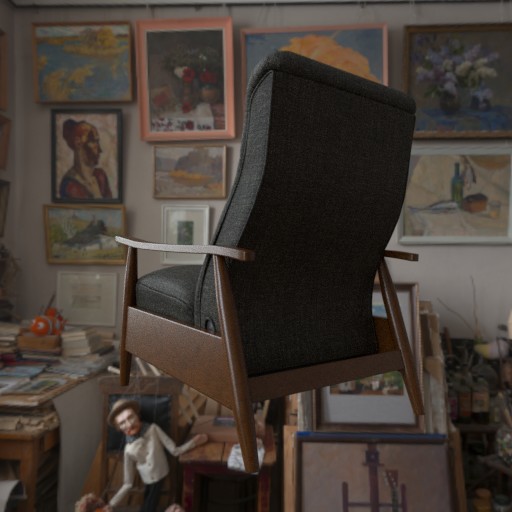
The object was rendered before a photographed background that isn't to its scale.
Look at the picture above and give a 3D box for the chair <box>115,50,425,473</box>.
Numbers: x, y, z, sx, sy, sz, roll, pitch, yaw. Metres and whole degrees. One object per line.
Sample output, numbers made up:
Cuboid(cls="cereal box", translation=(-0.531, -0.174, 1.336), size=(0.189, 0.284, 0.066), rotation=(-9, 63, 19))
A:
Cuboid(cls="chair", translation=(0.000, 0.000, 1.702), size=(0.762, 1.082, 1.014), rotation=(1, -1, -36))
